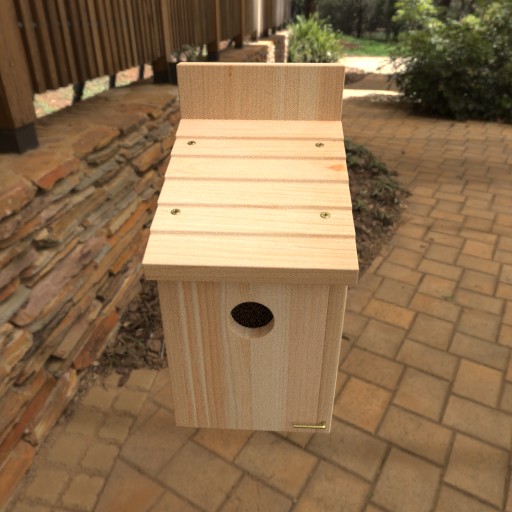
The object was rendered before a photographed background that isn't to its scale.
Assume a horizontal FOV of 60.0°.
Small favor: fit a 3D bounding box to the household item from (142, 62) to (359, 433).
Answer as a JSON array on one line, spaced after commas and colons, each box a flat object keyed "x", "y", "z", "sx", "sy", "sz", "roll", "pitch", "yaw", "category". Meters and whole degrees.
[{"x": 0.000, "y": 0.000, "z": 0.395, "sx": 0.149, "sy": 0.300, "sz": 0.171, "roll": 2, "pitch": 30, "yaw": 3, "category": "household item"}]
